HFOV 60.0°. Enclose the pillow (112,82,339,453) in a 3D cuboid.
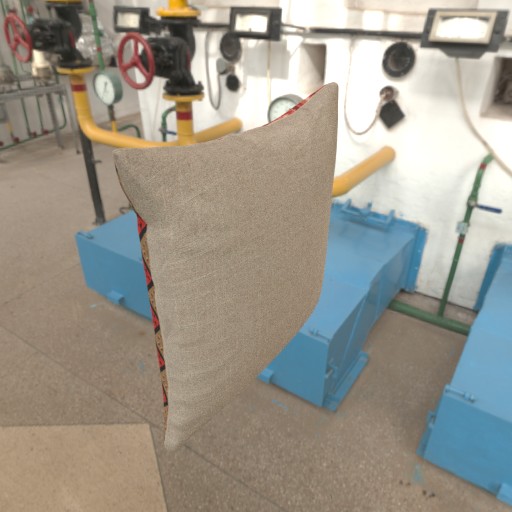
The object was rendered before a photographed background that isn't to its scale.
[{"bbox_3d":[0.000,0.000,0.773,0.158,0.511,0.513,20,37,29],"label":"pillow"}]
